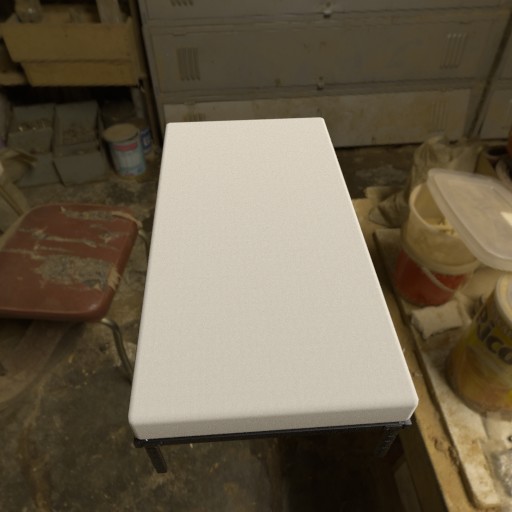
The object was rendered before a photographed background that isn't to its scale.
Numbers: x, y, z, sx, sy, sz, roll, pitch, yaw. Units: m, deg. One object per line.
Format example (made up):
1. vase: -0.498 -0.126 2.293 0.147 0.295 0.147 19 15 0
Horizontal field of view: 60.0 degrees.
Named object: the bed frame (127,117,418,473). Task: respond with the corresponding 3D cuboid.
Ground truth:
1. bed frame: 0.000 0.000 3.161 1.393 0.680 2.635 -3 47 -3
